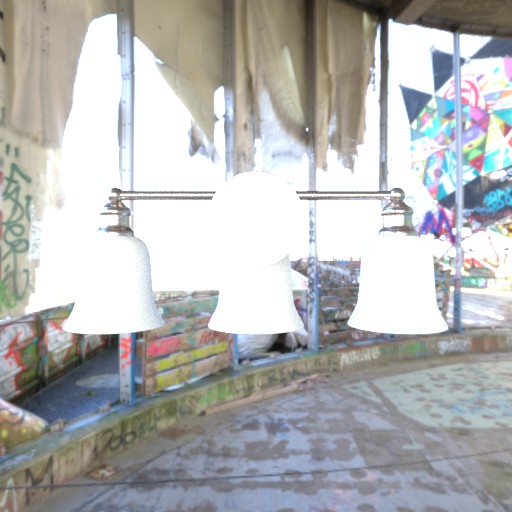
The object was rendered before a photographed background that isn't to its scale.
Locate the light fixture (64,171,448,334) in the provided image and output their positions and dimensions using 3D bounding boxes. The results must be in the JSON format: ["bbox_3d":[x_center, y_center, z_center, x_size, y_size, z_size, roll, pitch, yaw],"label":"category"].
[{"bbox_3d":[0.000,0.000,0.644,0.570,0.211,0.198,0,1,0],"label":"light fixture"}]
